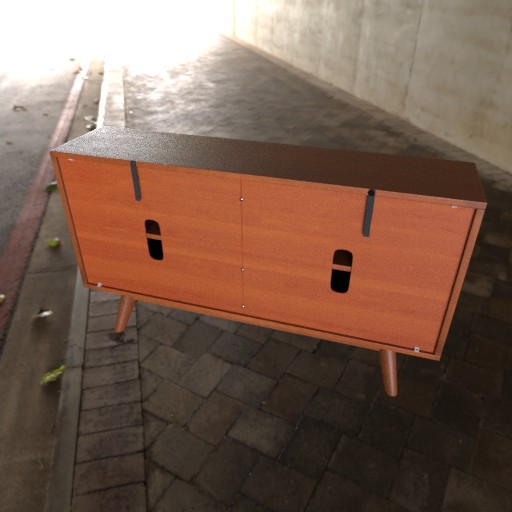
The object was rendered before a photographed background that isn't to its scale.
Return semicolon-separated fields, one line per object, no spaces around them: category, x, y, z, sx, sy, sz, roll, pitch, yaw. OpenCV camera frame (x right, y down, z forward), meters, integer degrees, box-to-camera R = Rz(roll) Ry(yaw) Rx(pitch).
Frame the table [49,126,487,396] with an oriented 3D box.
table;0.000;0.000;1.489;1.220;0.698;0.308;10;33;15
